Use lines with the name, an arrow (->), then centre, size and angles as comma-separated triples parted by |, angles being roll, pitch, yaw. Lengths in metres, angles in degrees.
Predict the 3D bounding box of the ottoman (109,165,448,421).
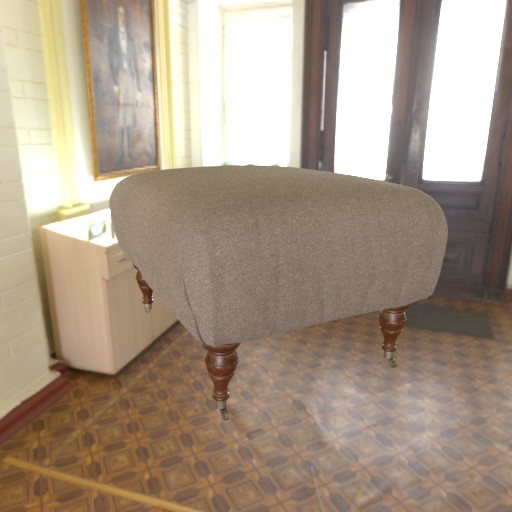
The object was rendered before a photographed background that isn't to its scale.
ottoman -> 0.000, 0.000, 1.160 | 0.622, 0.450, 0.747 | -8, 17, -26
